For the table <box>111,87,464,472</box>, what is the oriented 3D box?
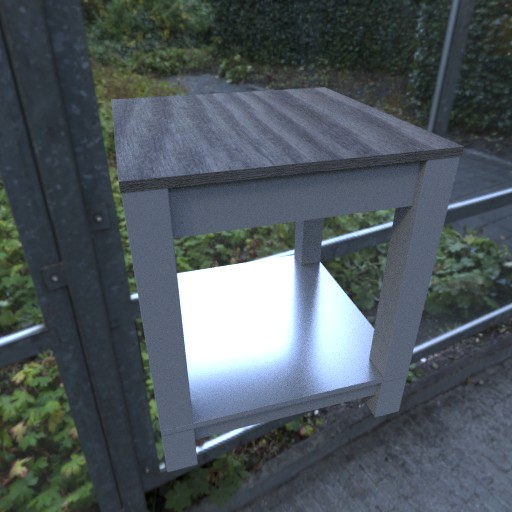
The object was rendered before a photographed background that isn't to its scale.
[{"bbox_3d":[0.000,0.000,0.965,0.504,0.587,0.506,-9,32,-14],"label":"table"}]
